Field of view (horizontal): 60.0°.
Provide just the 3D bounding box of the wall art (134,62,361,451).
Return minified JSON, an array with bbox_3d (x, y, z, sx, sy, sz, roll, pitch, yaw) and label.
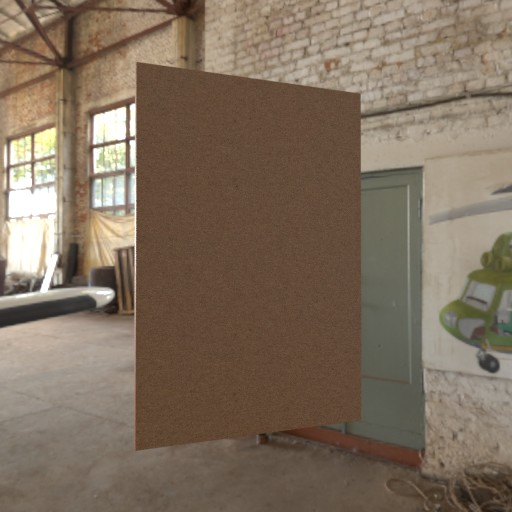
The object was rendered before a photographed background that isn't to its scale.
[{"bbox_3d":[0.000,0.000,1.157,0.610,0.914,0.037,0,-1,-19],"label":"wall art"}]
